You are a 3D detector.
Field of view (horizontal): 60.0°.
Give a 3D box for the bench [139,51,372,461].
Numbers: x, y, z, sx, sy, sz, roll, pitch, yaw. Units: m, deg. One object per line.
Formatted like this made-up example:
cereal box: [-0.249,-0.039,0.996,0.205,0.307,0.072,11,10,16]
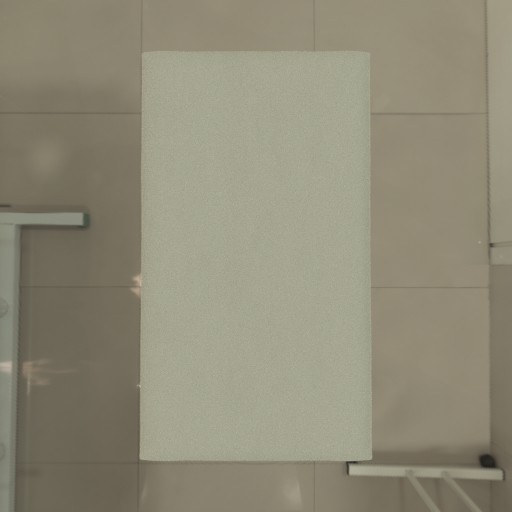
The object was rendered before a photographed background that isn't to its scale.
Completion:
bench: [0.000,0.000,1.149,0.500,0.449,0.887,0,89,0]
